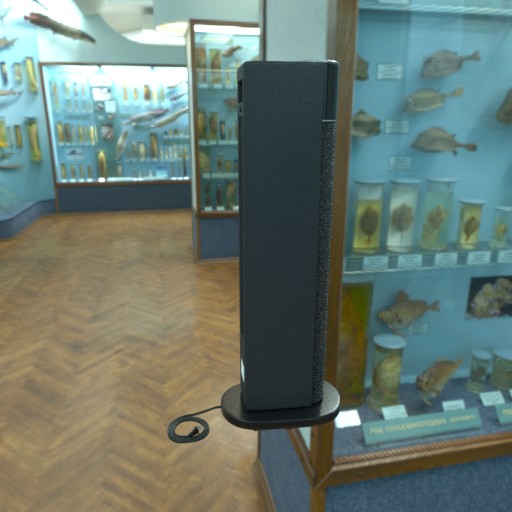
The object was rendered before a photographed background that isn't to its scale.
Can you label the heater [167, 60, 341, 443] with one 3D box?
[{"bbox_3d":[0.000,0.000,1.056,0.458,0.856,0.214,-3,16,-10],"label":"heater"}]
